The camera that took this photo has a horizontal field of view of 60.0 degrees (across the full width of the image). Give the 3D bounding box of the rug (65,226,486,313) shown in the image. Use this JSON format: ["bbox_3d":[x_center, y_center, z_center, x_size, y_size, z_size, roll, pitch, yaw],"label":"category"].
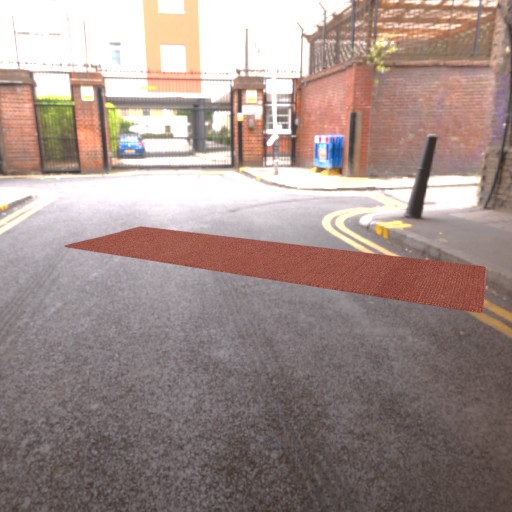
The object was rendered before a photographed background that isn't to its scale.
[{"bbox_3d":[0.000,0.000,2.496,2.307,0.012,0.687,8,17,26],"label":"rug"}]
